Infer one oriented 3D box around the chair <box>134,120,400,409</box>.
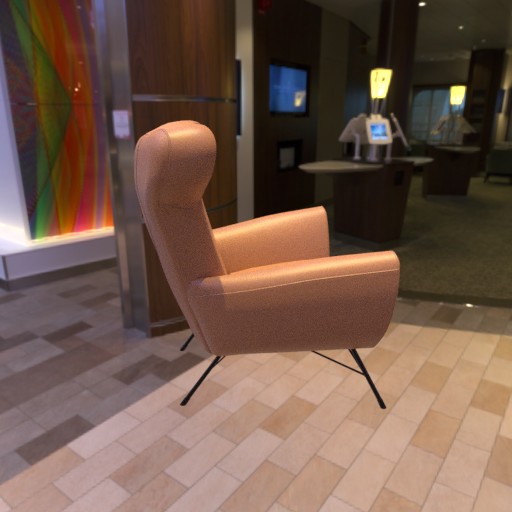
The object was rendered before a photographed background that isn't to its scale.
[{"bbox_3d":[0.000,0.000,1.807,0.900,1.050,0.980,-3,18,-9],"label":"chair"}]
